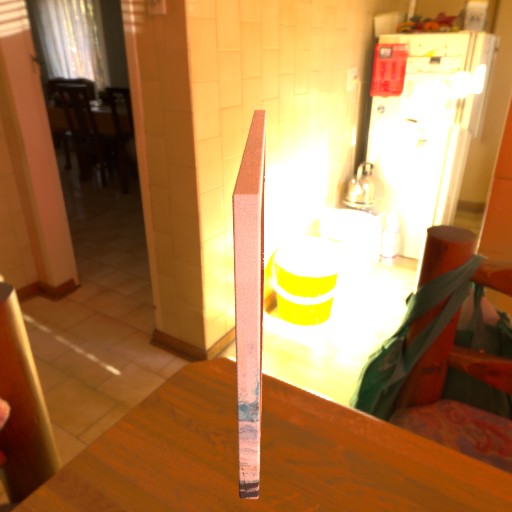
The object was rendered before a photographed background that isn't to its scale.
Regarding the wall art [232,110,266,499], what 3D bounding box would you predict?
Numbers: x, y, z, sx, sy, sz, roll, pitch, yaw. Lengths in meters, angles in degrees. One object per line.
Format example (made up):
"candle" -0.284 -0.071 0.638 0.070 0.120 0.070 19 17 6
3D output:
"wall art" 0.000 0.000 1.138 0.038 0.609 0.913 1 25 2
